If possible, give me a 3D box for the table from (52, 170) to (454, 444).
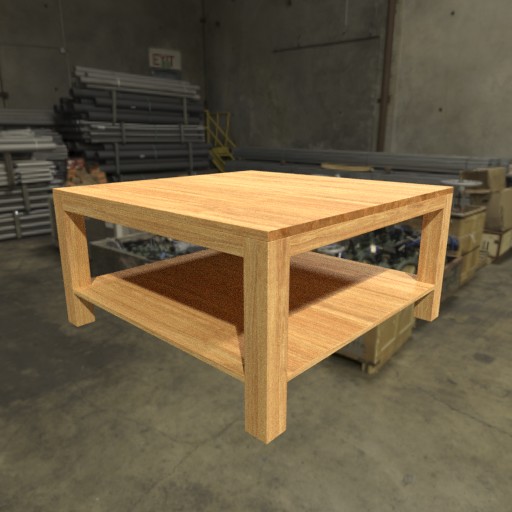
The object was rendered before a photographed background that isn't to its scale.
[{"bbox_3d":[0.000,0.000,1.465,0.900,0.450,0.900,14,21,41],"label":"table"}]
